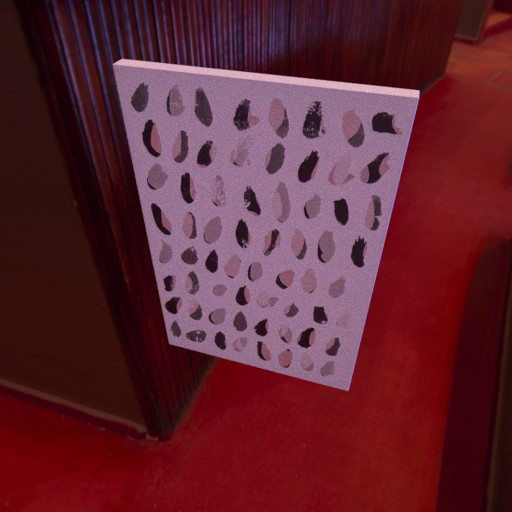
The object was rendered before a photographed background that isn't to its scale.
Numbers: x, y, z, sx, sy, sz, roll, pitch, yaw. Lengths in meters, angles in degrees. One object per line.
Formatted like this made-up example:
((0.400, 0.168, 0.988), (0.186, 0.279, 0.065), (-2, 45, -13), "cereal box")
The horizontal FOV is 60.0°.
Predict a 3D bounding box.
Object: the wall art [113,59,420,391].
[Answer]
((0.000, 0.000, 1.156), (0.610, 0.916, 0.037), (12, 42, 13), "wall art")
